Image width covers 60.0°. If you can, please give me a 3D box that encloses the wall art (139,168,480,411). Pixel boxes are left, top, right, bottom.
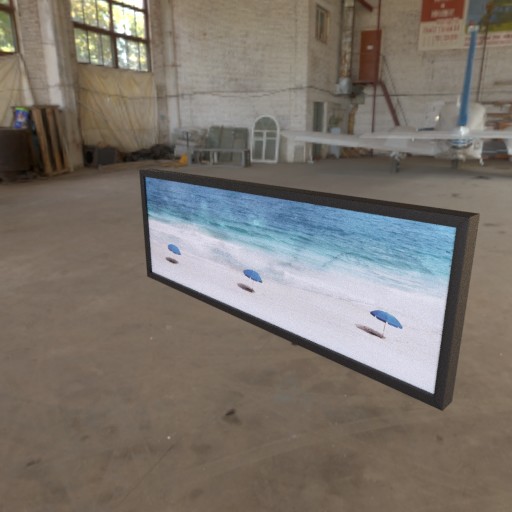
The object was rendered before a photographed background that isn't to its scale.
[{"bbox_3d":[0.000,0.000,0.944,0.037,0.303,0.860,-16,23,-42],"label":"wall art"}]
